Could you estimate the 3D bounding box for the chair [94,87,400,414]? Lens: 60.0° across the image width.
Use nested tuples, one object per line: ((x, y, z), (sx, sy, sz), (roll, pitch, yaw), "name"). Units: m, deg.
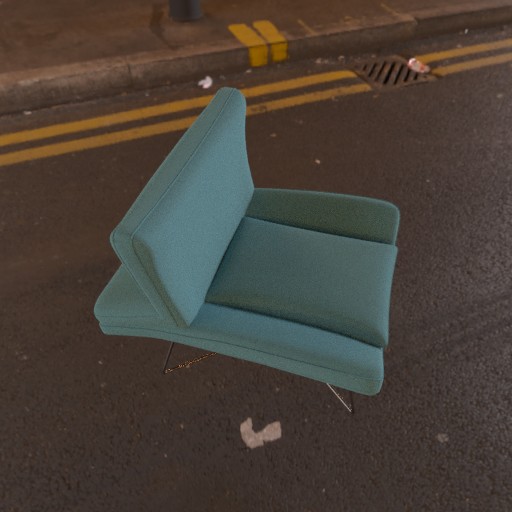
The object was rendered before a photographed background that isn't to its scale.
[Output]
((0.000, 0.000, 1.629), (1.008, 0.855, 0.859), (12, 48, 11), "chair")
